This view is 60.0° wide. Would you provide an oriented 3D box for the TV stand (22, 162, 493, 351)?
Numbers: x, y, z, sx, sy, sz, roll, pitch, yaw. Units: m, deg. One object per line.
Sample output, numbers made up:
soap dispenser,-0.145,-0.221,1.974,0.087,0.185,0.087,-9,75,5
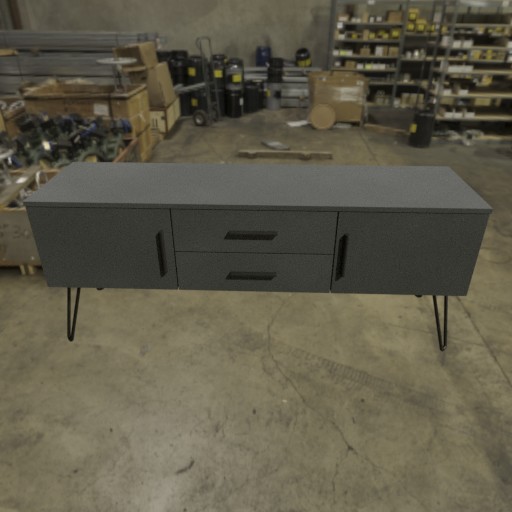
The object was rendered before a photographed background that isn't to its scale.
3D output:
TV stand,0.000,0.000,1.617,1.400,0.560,0.400,1,30,2
